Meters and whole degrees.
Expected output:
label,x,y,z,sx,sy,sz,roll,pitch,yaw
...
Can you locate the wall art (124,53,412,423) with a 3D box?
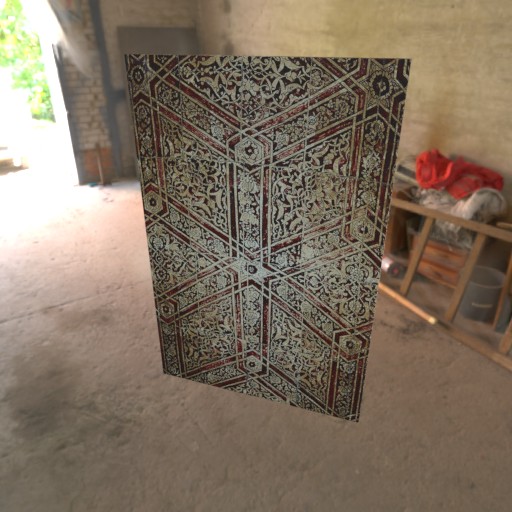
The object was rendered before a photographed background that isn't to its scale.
label,x,y,z,sx,sy,sz,roll,pitch,yaw
wall art,0.000,0.000,1.099,0.599,0.904,0.030,9,28,17
